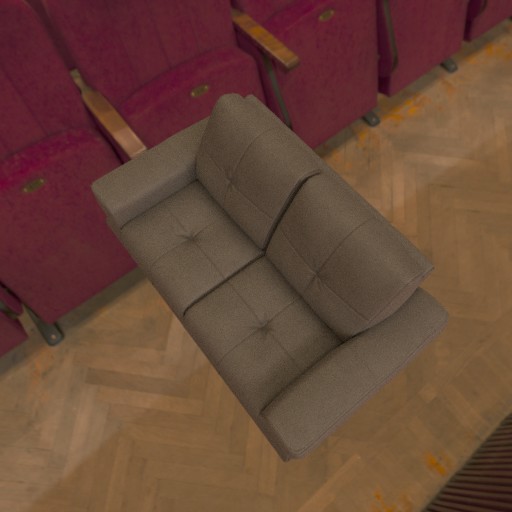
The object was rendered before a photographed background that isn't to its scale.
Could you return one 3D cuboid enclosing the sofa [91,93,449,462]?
[{"bbox_3d":[0.000,0.000,2.361,1.018,0.907,1.806,-35,69,-16],"label":"sofa"}]
